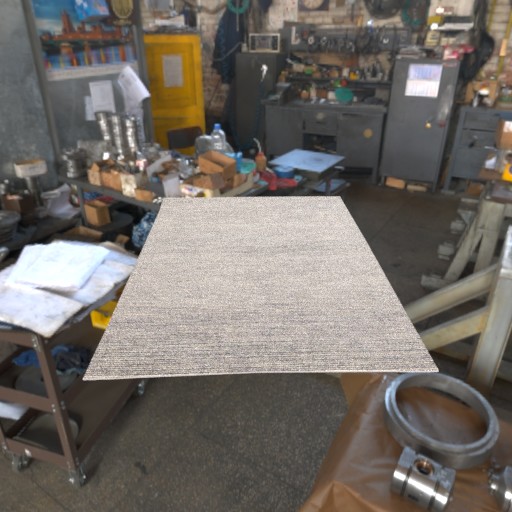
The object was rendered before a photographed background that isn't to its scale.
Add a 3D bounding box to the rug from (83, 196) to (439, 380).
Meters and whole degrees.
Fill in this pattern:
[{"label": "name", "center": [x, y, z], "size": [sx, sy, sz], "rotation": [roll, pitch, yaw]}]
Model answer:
[{"label": "rug", "center": [0.000, 0.000, 3.002], "size": [1.604, 0.030, 2.307], "rotation": [-1, 28, -1]}]
